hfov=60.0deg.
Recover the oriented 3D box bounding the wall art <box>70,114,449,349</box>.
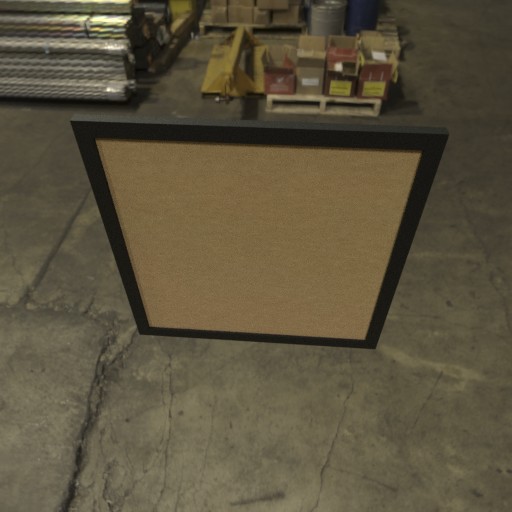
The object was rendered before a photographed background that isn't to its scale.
[{"bbox_3d":[0.000,0.000,0.545,0.356,0.356,0.013,3,45,3],"label":"wall art"}]
